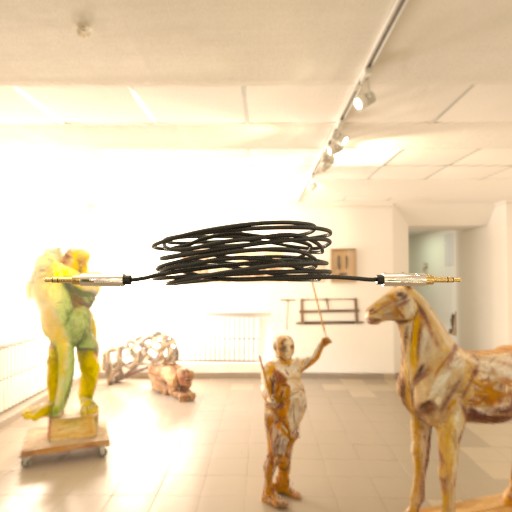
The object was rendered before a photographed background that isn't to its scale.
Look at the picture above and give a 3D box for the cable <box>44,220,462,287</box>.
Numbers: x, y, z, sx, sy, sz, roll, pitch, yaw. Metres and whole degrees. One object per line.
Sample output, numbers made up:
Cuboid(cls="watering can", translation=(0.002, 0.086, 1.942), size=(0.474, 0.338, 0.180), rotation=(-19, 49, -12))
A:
Cuboid(cls="cable", translation=(0.000, 0.000, 0.505), size=(0.432, 0.069, 0.198), rotation=(0, -2, 1))
